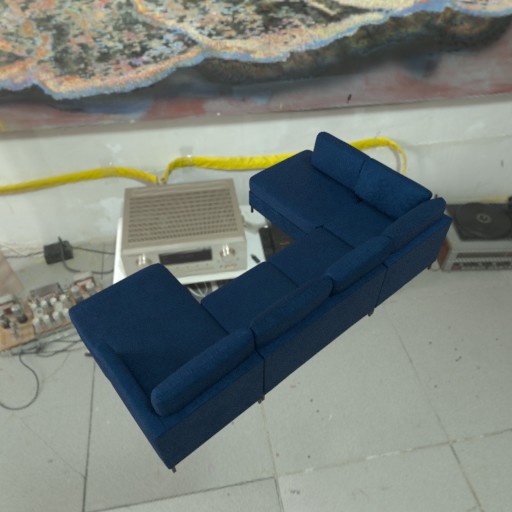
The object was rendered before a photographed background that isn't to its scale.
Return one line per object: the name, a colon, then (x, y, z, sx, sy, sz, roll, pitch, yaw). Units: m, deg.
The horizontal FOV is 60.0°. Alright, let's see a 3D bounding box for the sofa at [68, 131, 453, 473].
sofa: (0.000, 0.000, 4.340, 3.434, 0.992, 2.055, -31, 53, -26)
